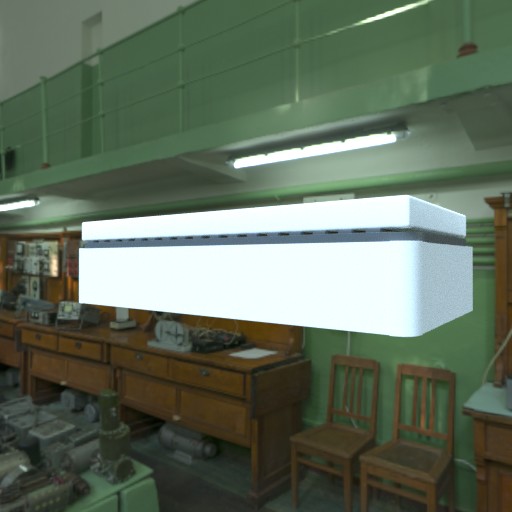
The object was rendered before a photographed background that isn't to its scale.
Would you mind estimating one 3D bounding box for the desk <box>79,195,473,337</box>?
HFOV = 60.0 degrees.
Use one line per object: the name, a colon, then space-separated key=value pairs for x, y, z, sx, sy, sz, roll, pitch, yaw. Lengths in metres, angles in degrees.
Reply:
desk: x=0.000 y=0.000 z=2.310 sx=1.900 sy=0.526 sz=0.900 roll=0 pitch=0 yaw=37
